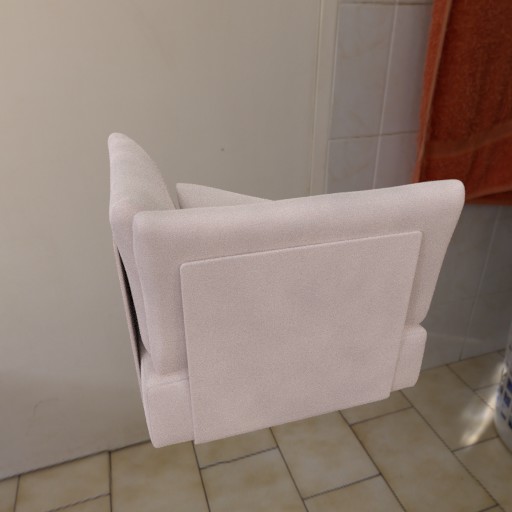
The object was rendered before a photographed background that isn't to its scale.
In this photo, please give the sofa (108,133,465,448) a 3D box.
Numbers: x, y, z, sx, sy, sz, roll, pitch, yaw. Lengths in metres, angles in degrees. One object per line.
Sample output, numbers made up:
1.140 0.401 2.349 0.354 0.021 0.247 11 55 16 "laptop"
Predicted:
0.000 0.000 1.729 1.000 0.820 1.000 -8 29 -15 "sofa"
